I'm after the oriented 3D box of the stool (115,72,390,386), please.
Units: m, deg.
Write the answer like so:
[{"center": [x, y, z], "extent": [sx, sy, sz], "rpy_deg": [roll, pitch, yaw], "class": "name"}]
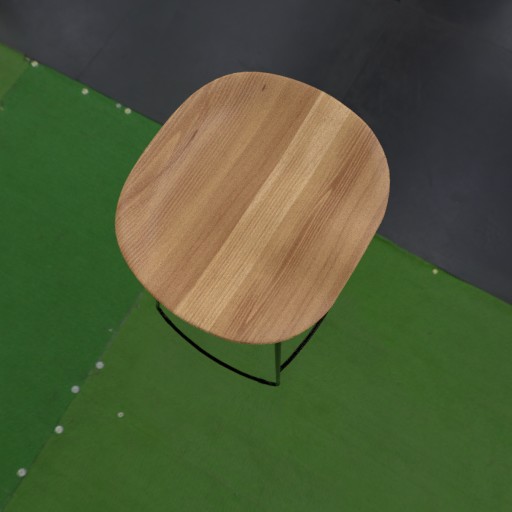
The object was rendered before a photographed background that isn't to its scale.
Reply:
[{"center": [0.000, 0.000, 0.945], "extent": [0.401, 0.679, 0.480], "rpy_deg": [31, 78, 8], "class": "stool"}]
